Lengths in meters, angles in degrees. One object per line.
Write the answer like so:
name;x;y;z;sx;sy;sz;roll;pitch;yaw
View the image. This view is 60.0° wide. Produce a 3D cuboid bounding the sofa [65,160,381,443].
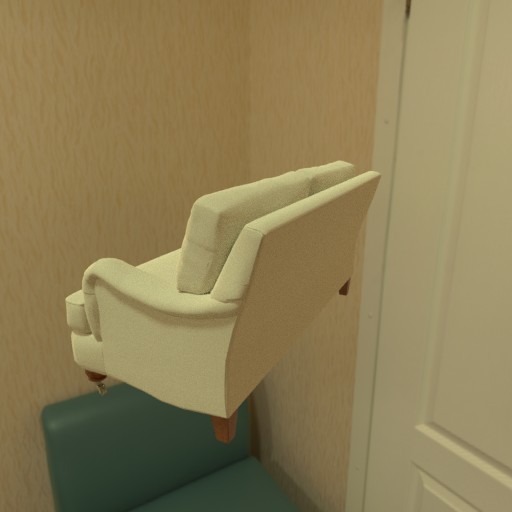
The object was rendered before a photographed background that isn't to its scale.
sofa;0.000;0.000;2.795;1.086;1.087;2.159;8;19;25
